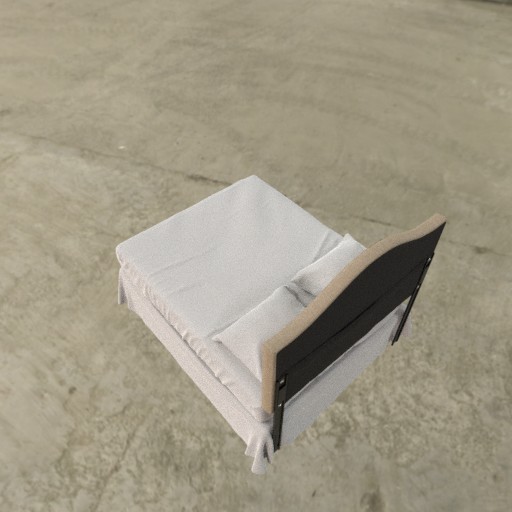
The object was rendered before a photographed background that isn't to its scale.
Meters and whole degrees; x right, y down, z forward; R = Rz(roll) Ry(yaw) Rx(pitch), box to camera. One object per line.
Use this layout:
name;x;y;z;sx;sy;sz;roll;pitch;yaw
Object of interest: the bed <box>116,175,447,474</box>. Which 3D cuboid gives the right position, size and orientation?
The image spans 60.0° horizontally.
bed;0.000;0.000;3.590;1.876;1.645;2.221;-32;54;-27
